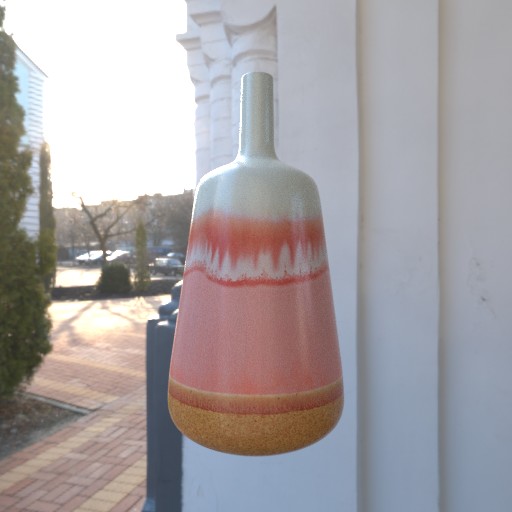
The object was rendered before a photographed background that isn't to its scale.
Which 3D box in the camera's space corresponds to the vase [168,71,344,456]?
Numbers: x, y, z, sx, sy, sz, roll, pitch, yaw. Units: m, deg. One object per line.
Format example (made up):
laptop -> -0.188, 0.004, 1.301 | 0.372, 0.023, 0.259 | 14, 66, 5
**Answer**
vase -> 0.000, 0.000, 0.370 | 0.144, 0.296, 0.144 | 0, 0, 0
